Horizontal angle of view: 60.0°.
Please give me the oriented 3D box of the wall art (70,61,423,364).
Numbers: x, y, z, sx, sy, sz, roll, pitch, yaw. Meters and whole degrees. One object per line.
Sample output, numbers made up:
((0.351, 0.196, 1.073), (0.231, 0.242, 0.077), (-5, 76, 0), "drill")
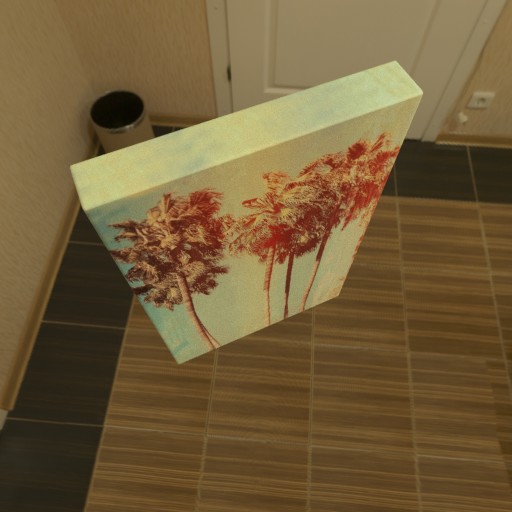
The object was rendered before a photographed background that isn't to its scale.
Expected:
((0.000, 0.000, 0.473), (0.251, 0.380, 0.039), (-22, 64, -11), "wall art")
